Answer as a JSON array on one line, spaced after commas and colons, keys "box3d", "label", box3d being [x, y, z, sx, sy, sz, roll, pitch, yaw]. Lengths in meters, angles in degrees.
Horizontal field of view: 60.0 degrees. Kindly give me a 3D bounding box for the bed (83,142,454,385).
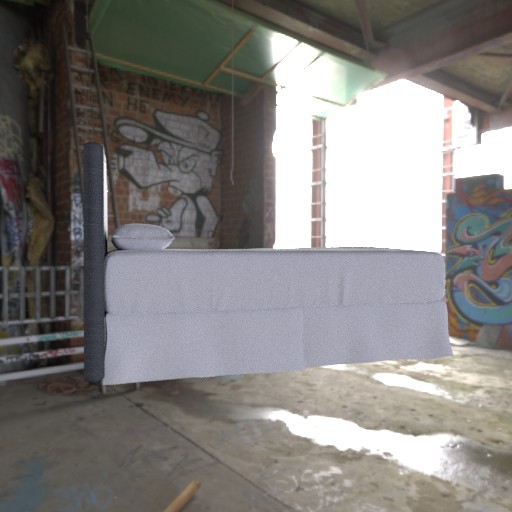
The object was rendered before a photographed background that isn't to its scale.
[{"box3d": [0.000, 0.000, 3.585, 2.507, 1.441, 1.747, 0, 1, -18], "label": "bed"}]
